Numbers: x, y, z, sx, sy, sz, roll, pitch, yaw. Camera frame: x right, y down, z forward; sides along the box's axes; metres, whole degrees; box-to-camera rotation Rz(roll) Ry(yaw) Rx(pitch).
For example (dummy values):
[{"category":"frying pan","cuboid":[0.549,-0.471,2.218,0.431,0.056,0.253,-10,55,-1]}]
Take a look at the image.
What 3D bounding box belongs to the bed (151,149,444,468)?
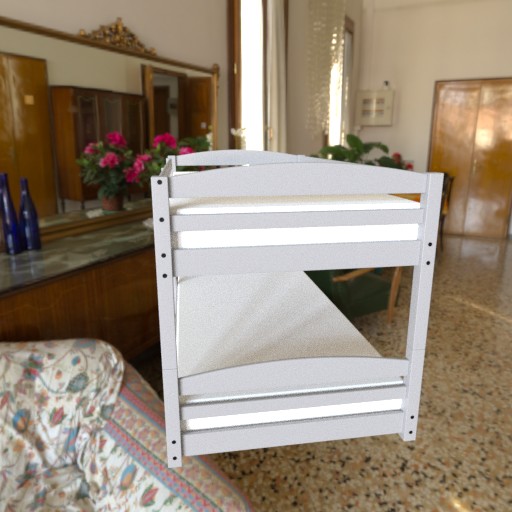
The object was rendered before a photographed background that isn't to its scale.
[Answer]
[{"category":"bed","cuboid":[0.000,0.000,2.677,1.105,1.206,2.013,-2,15,-9]}]
